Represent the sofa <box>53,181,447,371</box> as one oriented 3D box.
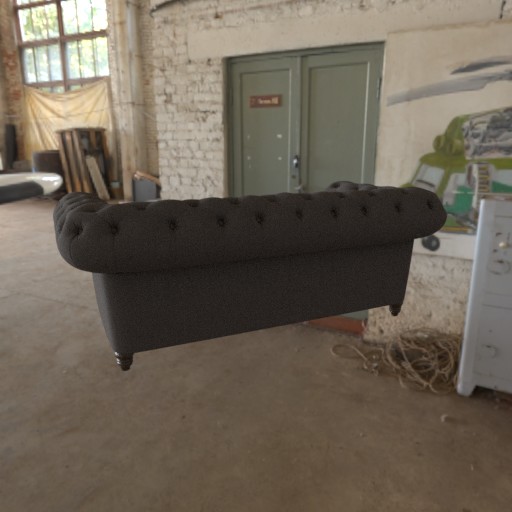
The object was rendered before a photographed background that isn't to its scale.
[{"bbox_3d":[0.000,0.000,2.456,1.998,0.764,0.986,-6,16,-24],"label":"sofa"}]
